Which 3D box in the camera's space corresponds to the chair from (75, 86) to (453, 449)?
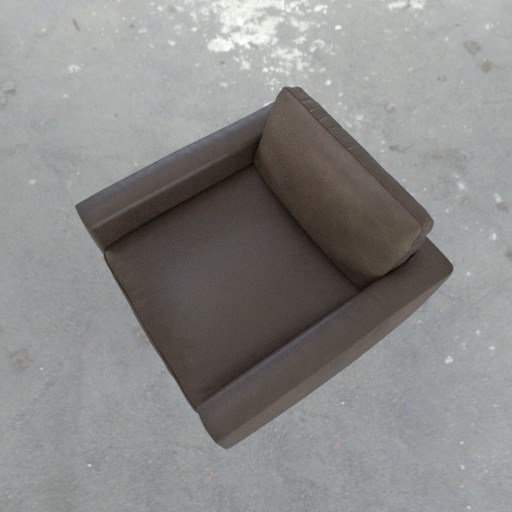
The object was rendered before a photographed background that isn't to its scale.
[{"bbox_3d":[0.000,0.000,1.822,1.069,0.812,1.100,-32,68,-14],"label":"chair"}]
